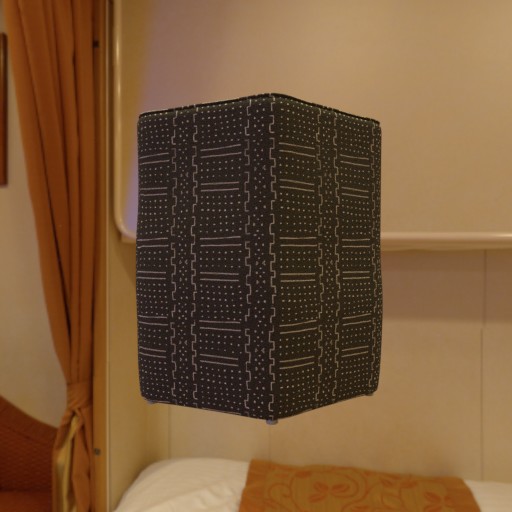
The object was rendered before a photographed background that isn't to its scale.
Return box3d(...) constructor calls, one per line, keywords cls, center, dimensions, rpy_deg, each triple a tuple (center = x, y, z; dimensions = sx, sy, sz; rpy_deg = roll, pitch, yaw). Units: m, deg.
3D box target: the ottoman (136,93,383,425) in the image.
box3d(cls="ottoman", center=(0.000, 0.000, 0.890), dimensions=(0.494, 0.502, 0.443), rpy_deg=(0, 0, -37))
